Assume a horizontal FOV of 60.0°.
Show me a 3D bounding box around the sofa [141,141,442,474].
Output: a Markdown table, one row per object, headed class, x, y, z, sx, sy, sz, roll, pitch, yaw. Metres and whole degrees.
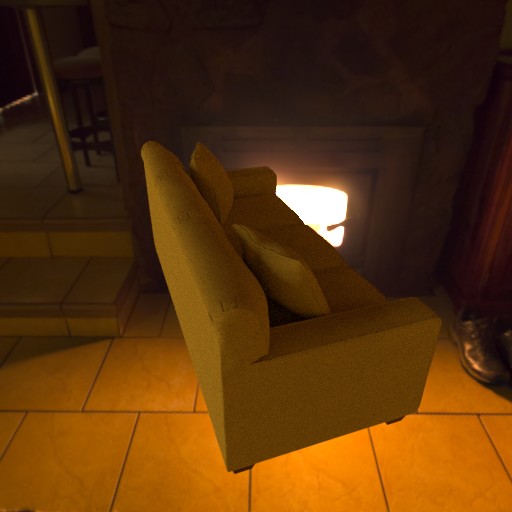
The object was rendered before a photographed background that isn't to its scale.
| class | x | y | z | sx | sy | sz | roll | pitch | yaw |
| --- | --- | --- | --- | --- | --- | --- | --- | --- | --- |
| sofa | 0.000 | 0.000 | 2.578 | 0.997 | 0.958 | 2.024 | -10 | 32 | -17 |
